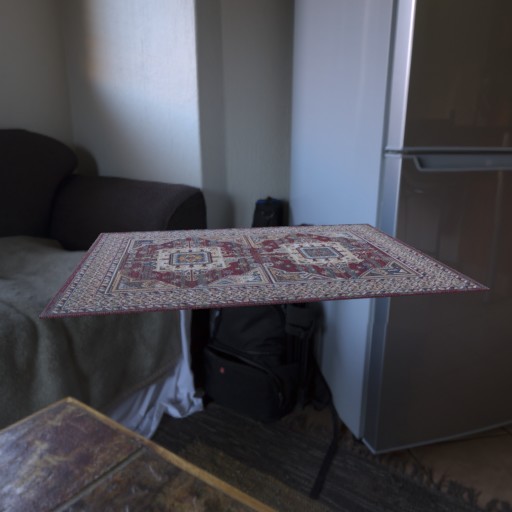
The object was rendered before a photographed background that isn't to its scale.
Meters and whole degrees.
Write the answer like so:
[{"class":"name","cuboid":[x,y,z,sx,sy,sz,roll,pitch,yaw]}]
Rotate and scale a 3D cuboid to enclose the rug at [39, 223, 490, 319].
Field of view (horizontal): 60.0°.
[{"class":"rug","cuboid":[0.000,0.000,2.891,2.210,0.011,1.599,-3,17,-9]}]
